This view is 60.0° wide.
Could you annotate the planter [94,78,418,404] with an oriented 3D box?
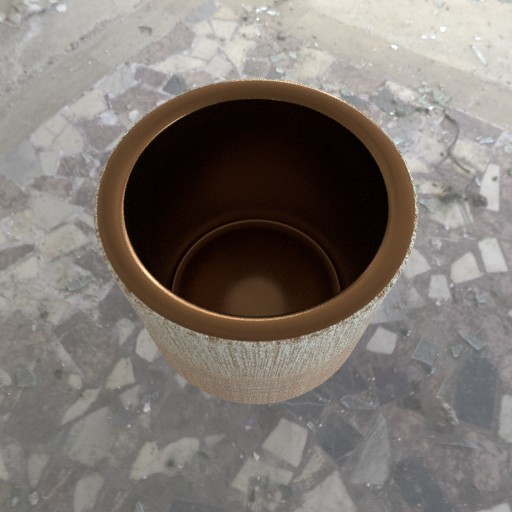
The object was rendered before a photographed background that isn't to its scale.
[{"bbox_3d":[0.000,0.000,0.189,0.109,0.096,0.109,0,62,0],"label":"planter"}]
